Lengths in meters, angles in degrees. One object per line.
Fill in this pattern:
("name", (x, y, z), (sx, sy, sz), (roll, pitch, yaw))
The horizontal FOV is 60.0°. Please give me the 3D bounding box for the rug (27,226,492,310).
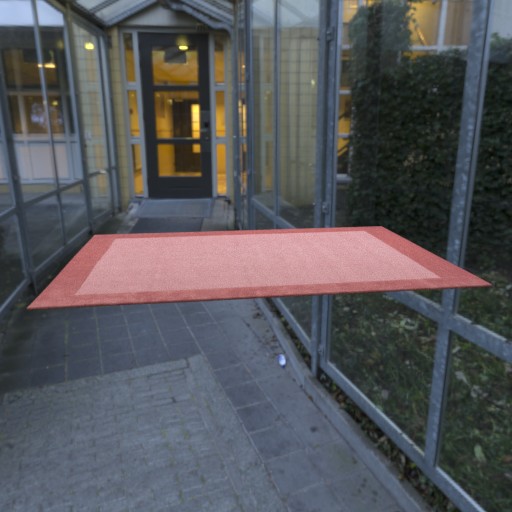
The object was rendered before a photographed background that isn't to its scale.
("rug", (0.000, 0.000, 3.019), (2.438, 0.014, 1.524), (-2, 16, -7))
